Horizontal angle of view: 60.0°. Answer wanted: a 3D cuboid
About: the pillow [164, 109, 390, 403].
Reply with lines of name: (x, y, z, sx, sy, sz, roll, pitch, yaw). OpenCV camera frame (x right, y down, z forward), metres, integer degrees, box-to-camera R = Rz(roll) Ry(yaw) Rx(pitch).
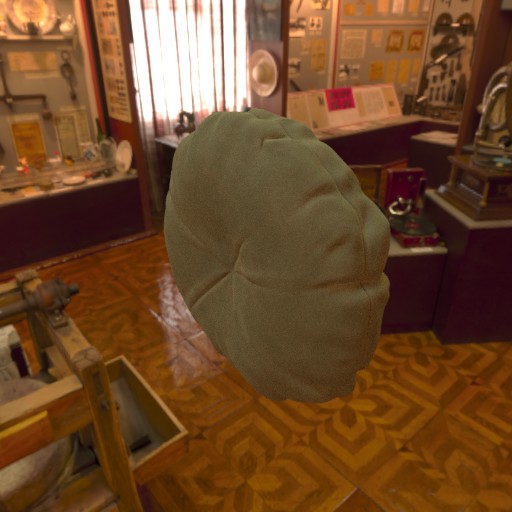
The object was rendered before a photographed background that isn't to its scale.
pillow: (0.000, 0.000, 0.644, 0.148, 0.407, 0.428, -20, 33, -33)
